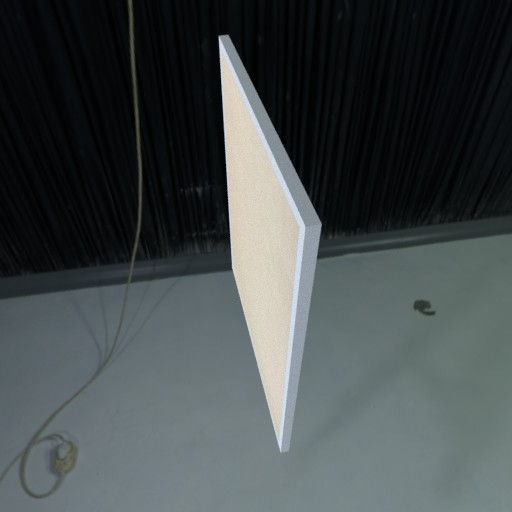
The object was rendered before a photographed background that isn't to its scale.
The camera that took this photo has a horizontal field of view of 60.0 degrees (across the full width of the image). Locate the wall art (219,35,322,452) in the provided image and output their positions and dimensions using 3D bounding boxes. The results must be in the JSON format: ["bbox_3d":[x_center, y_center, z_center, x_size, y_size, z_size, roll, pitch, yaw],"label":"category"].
[{"bbox_3d":[0.000,0.000,0.624,0.013,0.456,0.382,-9,47,-9],"label":"wall art"}]
